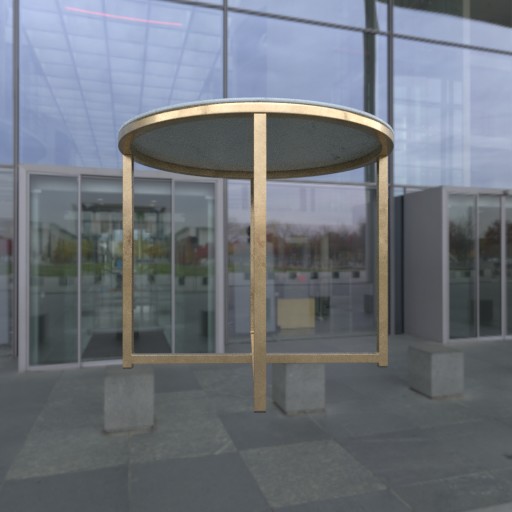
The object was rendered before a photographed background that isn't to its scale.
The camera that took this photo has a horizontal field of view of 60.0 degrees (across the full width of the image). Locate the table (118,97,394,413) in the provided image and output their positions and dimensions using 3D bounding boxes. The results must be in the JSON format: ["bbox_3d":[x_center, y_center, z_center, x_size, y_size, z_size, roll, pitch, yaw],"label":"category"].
[{"bbox_3d":[0.000,0.000,0.839,0.500,0.420,0.500,0,0,0],"label":"table"}]
